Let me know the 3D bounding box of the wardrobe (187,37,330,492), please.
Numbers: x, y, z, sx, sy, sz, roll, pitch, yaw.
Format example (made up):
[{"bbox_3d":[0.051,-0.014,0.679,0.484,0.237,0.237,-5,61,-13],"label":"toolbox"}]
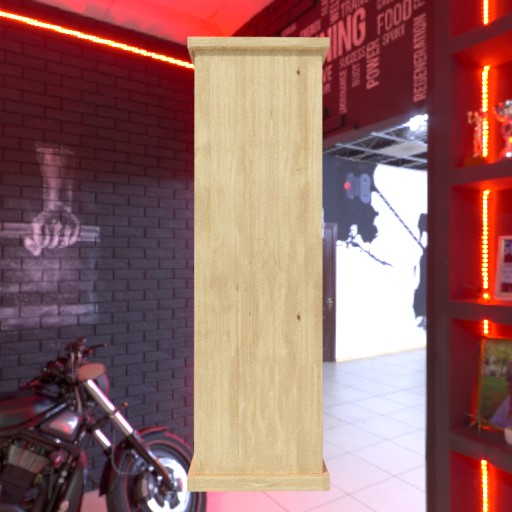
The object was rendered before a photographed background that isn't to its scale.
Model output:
[{"bbox_3d":[0.000,0.000,2.502,0.570,1.870,1.500,0,-1,-1],"label":"wardrobe"}]
